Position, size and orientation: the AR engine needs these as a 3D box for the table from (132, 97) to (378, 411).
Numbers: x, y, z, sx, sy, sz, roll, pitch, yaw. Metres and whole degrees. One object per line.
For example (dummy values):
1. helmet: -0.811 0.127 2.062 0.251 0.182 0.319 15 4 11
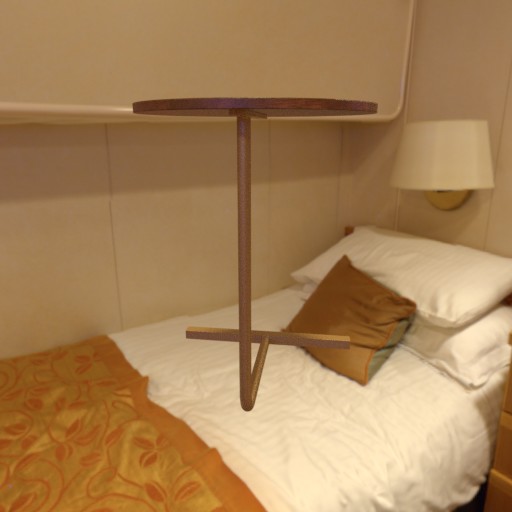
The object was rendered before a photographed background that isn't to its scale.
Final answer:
1. table: 0.000 0.000 1.097 0.530 0.706 0.577 2 16 8
